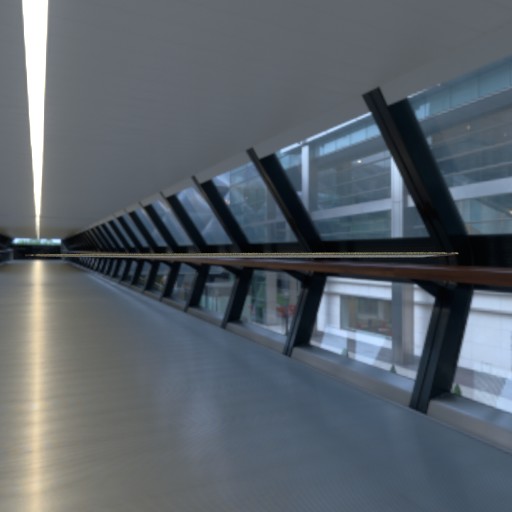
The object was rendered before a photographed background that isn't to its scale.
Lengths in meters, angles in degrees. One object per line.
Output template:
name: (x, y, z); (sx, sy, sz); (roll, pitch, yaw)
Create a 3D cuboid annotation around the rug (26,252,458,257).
rug: (0.000, 0.000, 2.312); (1.802, 0.008, 1.247); (0, -1, 18)
